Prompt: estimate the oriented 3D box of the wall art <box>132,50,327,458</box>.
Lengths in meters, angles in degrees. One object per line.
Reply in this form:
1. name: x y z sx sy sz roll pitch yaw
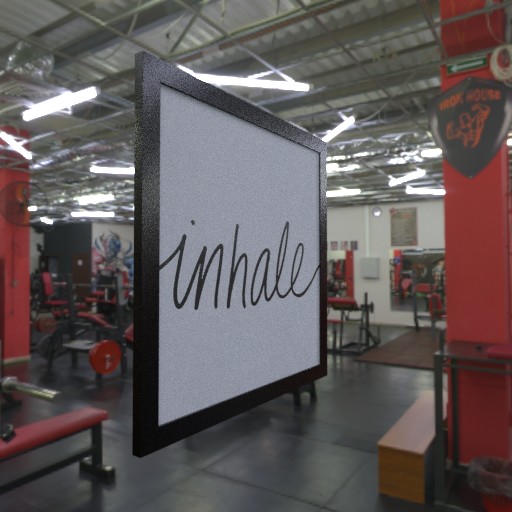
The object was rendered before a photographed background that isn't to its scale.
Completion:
1. wall art: 0.000 0.000 0.667 0.014 0.445 0.446 -1 -1 36
